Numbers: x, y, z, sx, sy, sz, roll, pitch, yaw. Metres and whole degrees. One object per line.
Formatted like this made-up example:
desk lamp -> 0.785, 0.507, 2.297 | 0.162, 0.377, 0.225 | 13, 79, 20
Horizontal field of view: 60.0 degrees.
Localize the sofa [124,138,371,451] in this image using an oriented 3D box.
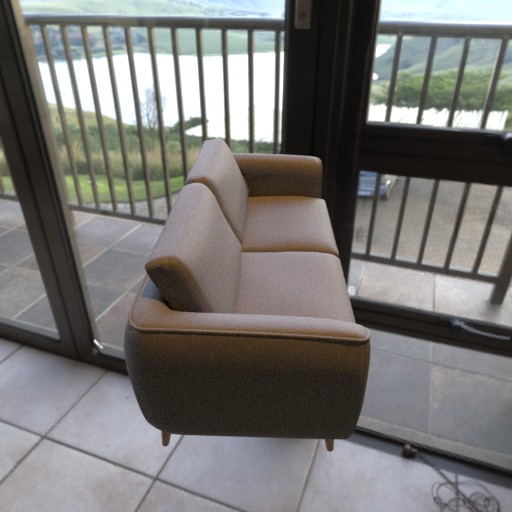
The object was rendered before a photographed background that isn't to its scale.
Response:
sofa -> 0.000, 0.000, 2.458 | 0.920, 0.870, 2.000 | 1, 30, 2
